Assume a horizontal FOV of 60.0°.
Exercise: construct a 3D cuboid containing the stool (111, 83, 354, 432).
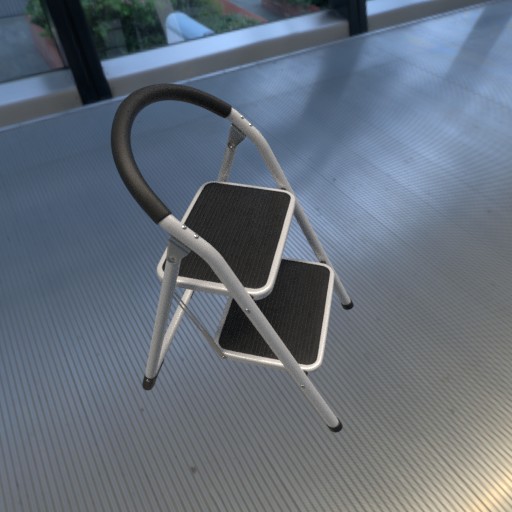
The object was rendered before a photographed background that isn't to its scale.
[{"bbox_3d":[0.000,0.000,1.092,0.559,0.760,0.453,9,45,9],"label":"stool"}]
